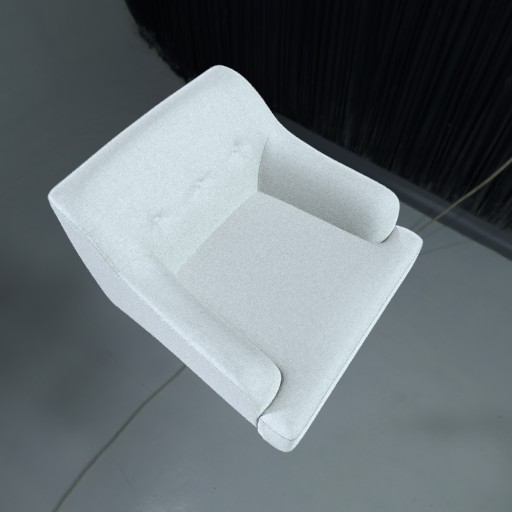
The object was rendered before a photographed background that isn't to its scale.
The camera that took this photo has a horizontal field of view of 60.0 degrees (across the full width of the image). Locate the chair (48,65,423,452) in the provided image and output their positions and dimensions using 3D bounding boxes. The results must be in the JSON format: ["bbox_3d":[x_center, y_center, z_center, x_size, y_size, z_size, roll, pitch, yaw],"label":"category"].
[{"bbox_3d":[0.000,0.000,1.625,0.951,0.818,0.946,32,62,19],"label":"chair"}]
